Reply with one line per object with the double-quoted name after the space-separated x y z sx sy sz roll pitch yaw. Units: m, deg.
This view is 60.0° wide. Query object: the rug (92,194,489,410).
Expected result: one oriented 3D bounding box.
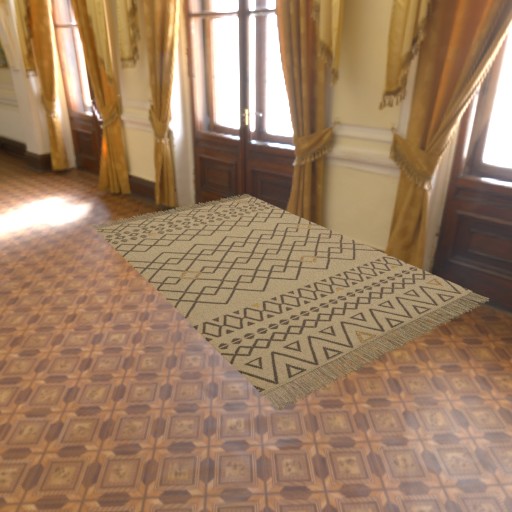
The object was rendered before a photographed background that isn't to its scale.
0.000 0.000 3.009 1.495 0.035 2.472 -16 29 -31 "rug"
